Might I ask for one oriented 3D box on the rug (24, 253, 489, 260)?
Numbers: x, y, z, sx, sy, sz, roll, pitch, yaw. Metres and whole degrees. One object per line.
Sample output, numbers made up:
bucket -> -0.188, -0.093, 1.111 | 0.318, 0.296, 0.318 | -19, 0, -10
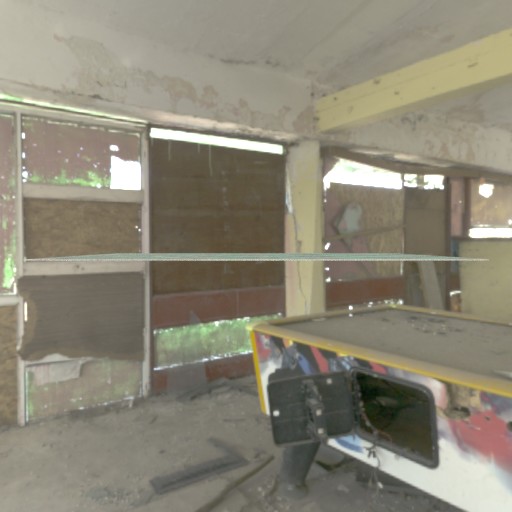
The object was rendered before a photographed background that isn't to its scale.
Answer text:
rug -> 0.000, 0.000, 2.939 | 2.286, 0.006, 1.524 | 0, 1, -1
